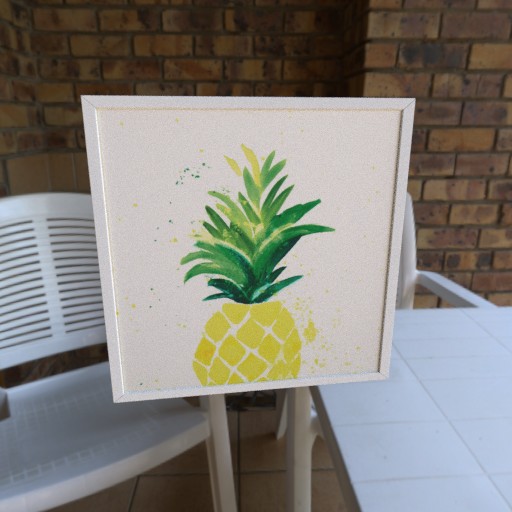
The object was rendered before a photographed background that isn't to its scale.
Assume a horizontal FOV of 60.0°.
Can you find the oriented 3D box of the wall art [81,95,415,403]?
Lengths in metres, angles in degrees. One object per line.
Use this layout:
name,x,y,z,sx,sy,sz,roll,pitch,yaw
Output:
wall art,0.000,0.000,1.128,0.763,0.761,0.038,-2,17,-8
